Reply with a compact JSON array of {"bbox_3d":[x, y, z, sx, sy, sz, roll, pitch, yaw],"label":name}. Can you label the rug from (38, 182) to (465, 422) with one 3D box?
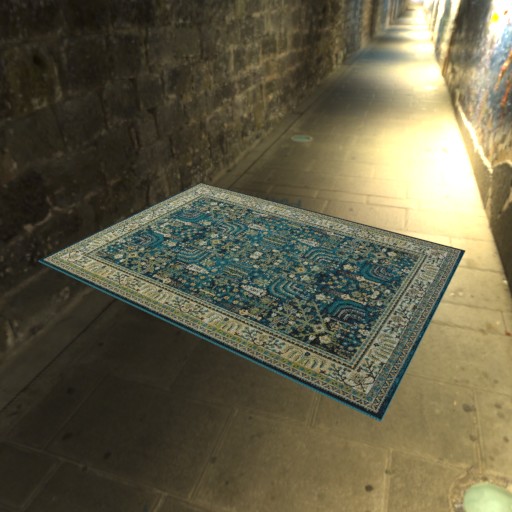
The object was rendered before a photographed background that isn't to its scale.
[{"bbox_3d":[0.000,0.000,2.829,2.213,0.013,1.594,18,35,28],"label":"rug"}]
